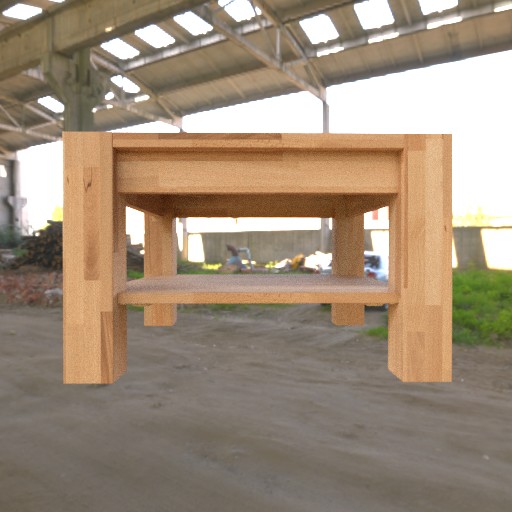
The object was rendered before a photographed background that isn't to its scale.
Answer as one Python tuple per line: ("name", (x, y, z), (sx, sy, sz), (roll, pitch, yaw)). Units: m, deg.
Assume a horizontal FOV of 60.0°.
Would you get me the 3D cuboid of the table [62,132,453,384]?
("table", (0.000, 0.000, 1.145), (0.700, 0.451, 0.700), (0, 1, -1))
